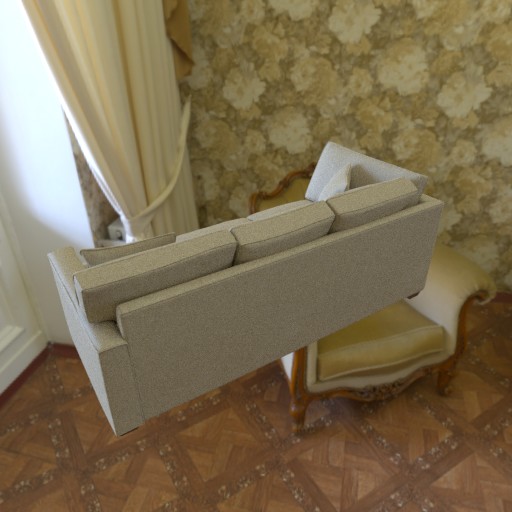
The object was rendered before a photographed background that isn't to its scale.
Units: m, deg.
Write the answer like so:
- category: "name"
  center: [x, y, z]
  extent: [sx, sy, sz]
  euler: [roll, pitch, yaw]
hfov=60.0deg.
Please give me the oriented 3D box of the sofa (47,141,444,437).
- category: "sofa"
  center: [0.000, 0.000, 2.886]
  extent: [2.323, 0.948, 1.053]
  euler: [-18, 35, -28]
